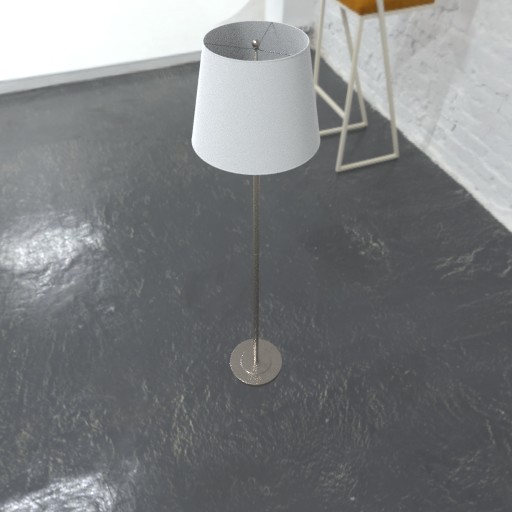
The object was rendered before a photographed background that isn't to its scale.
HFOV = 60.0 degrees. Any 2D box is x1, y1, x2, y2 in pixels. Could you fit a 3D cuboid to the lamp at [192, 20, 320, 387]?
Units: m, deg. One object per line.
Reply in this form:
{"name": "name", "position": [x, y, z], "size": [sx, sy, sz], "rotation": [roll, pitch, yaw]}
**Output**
{"name": "lamp", "position": [0.000, 0.000, 1.575], "size": [0.355, 1.473, 0.355], "rotation": [0, 46, 0]}
